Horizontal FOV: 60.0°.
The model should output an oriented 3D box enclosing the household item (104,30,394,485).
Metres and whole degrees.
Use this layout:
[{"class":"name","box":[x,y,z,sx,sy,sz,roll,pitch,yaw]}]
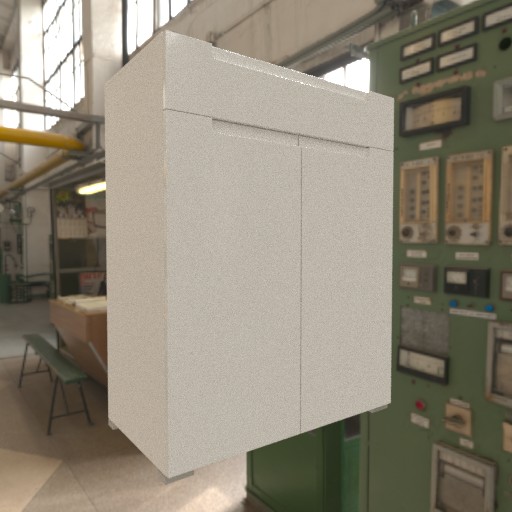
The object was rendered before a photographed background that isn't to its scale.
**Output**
[{"class":"household item","box":[0.000,0.000,1.375,0.790,1.010,0.420,-1,2,-36]}]
